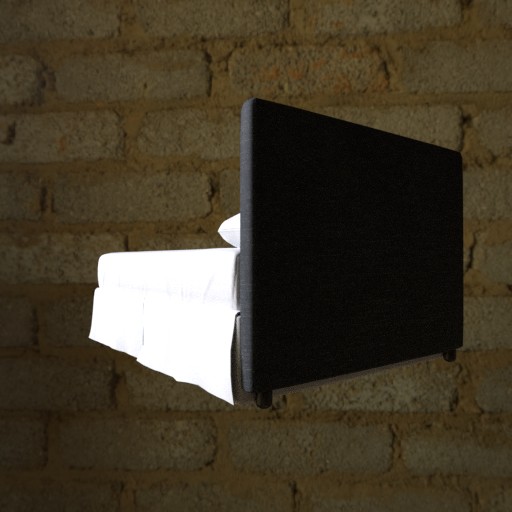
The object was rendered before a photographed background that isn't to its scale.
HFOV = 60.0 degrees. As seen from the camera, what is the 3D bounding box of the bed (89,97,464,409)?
[{"bbox_3d":[0.000,0.000,3.135,1.723,1.330,2.142,0,-1,-36],"label":"bed"}]
